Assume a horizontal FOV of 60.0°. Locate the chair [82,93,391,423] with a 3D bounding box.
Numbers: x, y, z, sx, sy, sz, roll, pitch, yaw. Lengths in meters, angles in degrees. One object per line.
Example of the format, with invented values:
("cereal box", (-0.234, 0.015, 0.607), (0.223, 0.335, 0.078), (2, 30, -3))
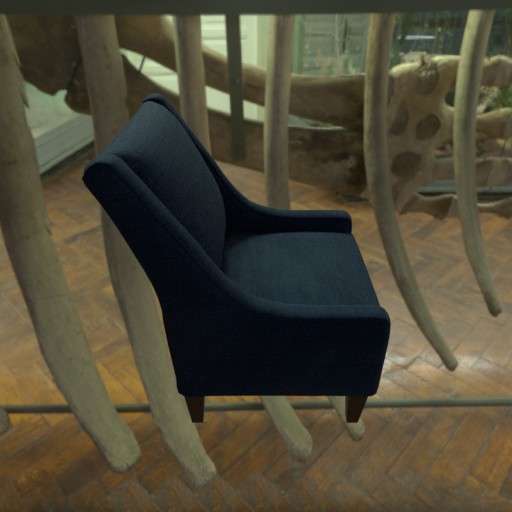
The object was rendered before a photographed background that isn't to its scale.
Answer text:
("chair", (0.000, 0.000, 1.656), (0.870, 1.014, 0.774), (0, 33, 0))
